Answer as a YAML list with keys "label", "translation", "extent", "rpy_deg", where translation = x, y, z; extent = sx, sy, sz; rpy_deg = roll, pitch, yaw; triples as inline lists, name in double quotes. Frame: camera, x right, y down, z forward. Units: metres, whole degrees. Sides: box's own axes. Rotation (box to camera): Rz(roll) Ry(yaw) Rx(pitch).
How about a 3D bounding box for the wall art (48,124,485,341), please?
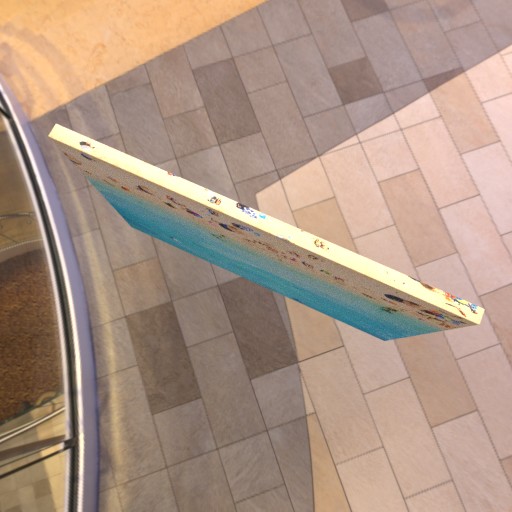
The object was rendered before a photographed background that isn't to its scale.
- label: "wall art"
  translation: [0.000, 0.000, 1.439]
  extent: [1.136, 0.769, 0.040]
  rpy_deg: [24, 78, 6]
